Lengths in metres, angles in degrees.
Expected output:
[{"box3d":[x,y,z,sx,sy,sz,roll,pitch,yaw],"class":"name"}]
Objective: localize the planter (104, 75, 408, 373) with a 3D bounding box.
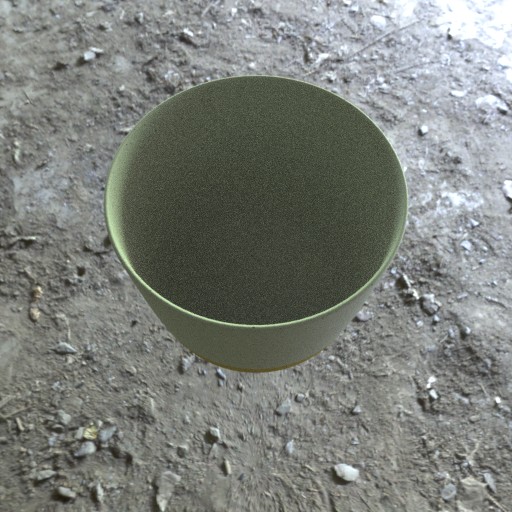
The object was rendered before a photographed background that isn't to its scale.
[{"box3d":[0.000,0.000,0.381,0.195,0.214,0.195,0,64,0],"class":"planter"}]
